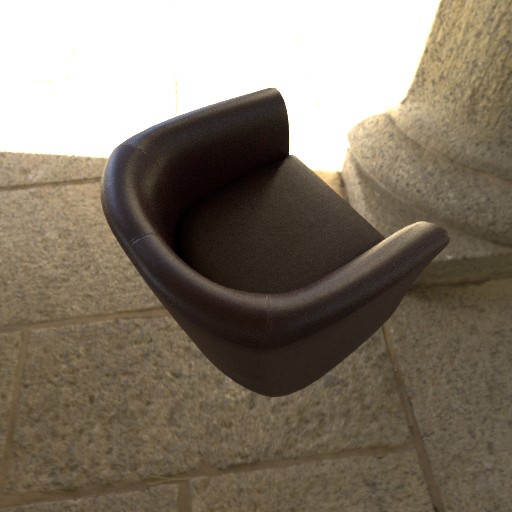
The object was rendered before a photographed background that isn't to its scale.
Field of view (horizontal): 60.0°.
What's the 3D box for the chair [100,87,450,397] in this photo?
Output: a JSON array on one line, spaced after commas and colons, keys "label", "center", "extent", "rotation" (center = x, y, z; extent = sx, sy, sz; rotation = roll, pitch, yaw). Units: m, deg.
[{"label": "chair", "center": [0.000, 0.000, 1.413], "extent": [0.727, 0.756, 0.792], "rotation": [-32, 63, -19]}]
